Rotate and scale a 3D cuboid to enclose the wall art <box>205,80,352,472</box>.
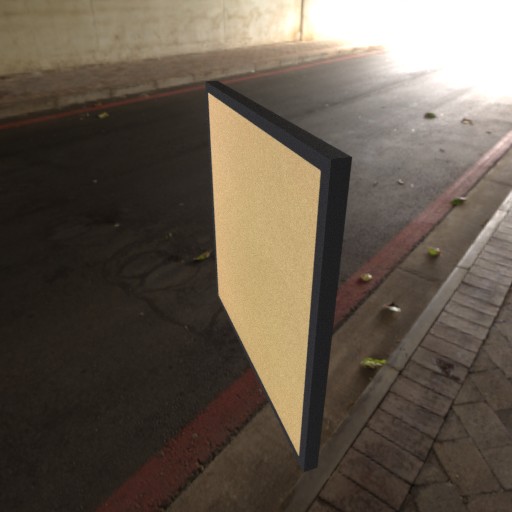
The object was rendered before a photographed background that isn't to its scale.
[{"bbox_3d":[0.000,0.000,1.171,0.037,0.760,0.762,-10,32,-17],"label":"wall art"}]
